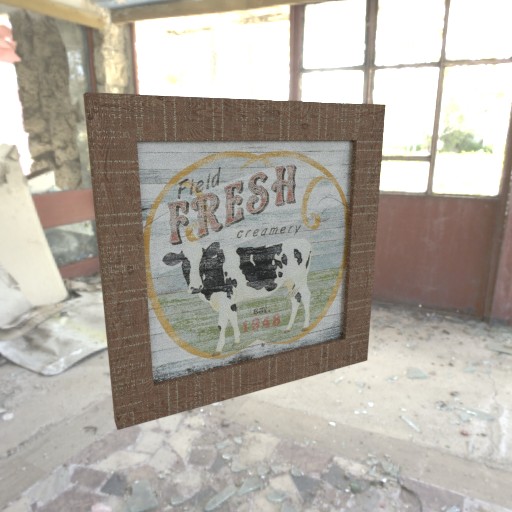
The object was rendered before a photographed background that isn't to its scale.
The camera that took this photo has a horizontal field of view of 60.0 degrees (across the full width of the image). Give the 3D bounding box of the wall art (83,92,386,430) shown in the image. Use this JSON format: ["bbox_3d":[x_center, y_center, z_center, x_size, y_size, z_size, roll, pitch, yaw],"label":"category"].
[{"bbox_3d":[0.000,0.000,0.797,0.531,0.531,0.029,-7,17,-26],"label":"wall art"}]
